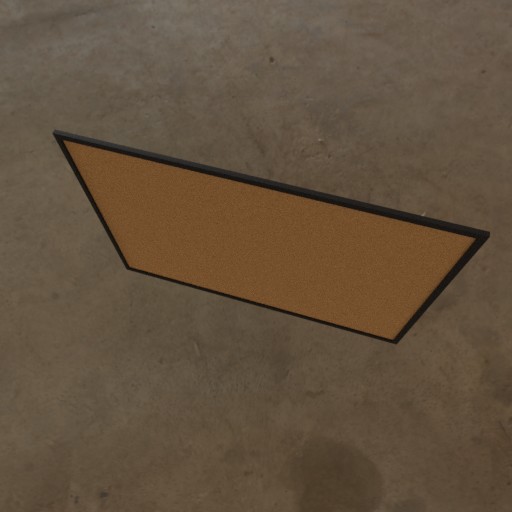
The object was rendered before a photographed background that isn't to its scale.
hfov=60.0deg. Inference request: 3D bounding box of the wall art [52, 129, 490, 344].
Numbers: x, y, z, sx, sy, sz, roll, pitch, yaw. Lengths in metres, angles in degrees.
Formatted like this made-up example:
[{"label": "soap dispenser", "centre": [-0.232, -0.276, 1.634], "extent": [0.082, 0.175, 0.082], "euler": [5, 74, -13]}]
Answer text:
[{"label": "wall art", "centre": [0.000, 0.000, 1.231], "extent": [0.963, 0.665, 0.013], "euler": [15, 62, 8]}]
